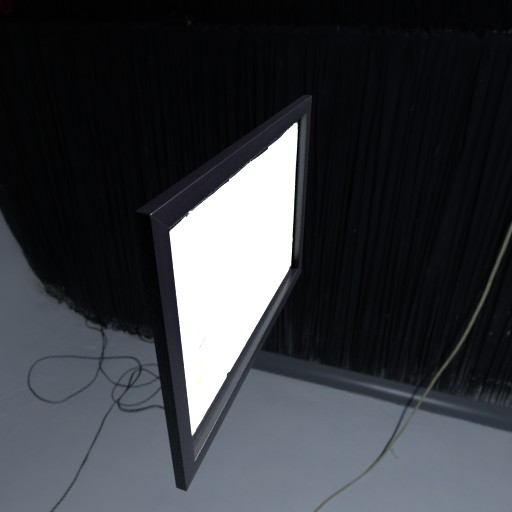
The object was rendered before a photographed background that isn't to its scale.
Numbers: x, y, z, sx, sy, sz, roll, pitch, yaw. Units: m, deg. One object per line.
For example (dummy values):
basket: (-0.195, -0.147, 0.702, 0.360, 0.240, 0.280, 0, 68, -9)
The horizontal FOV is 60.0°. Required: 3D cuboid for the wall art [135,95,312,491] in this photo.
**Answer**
wall art: (0.000, 0.000, 0.550, 0.013, 0.306, 0.440, 10, 32, 17)
